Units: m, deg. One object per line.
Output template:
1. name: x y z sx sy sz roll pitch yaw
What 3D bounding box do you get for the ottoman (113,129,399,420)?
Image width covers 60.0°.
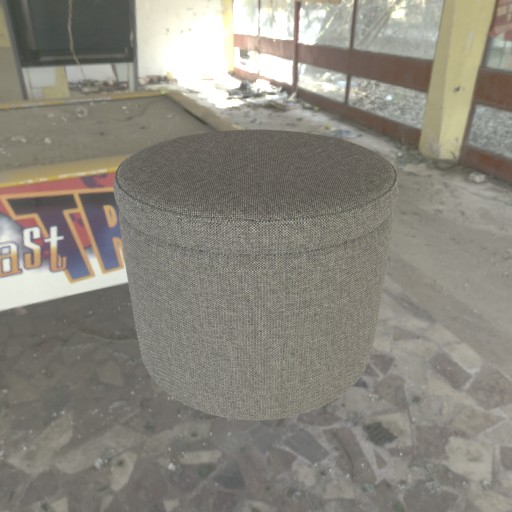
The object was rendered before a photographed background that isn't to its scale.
1. ottoman: 0.000 0.000 0.920 0.520 0.430 0.520 0 29 0
